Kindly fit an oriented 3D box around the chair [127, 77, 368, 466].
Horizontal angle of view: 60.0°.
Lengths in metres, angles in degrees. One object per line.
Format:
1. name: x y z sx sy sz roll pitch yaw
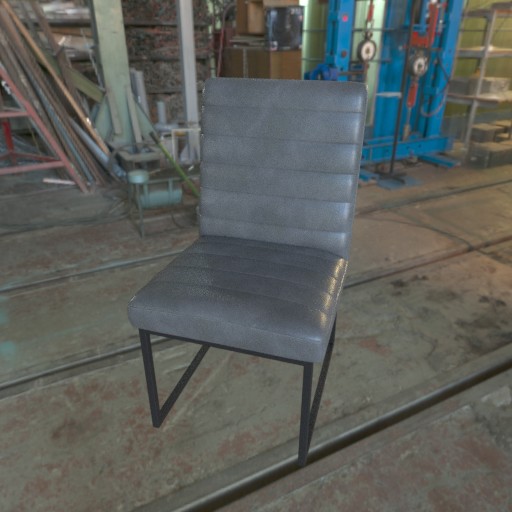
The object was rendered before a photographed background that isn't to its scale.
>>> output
1. chair: 0.000 0.000 1.311 0.520 0.930 0.634 8 28 15
